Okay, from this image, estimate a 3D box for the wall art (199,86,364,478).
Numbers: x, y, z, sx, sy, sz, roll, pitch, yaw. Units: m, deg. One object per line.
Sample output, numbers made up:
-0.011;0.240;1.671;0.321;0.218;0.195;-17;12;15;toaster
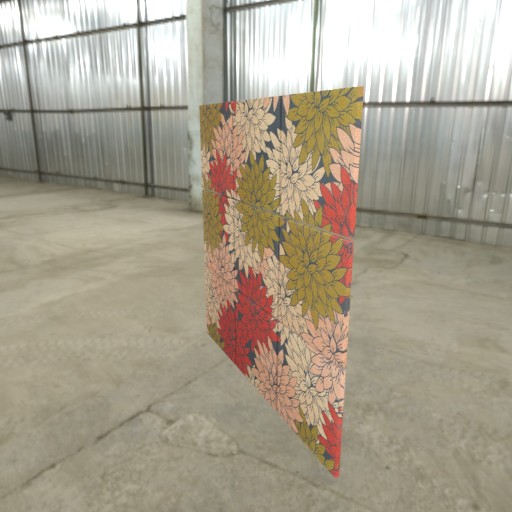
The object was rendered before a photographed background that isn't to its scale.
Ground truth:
0.000;0.000;1.365;0.013;0.913;0.904;-8;18;-25;wall art
